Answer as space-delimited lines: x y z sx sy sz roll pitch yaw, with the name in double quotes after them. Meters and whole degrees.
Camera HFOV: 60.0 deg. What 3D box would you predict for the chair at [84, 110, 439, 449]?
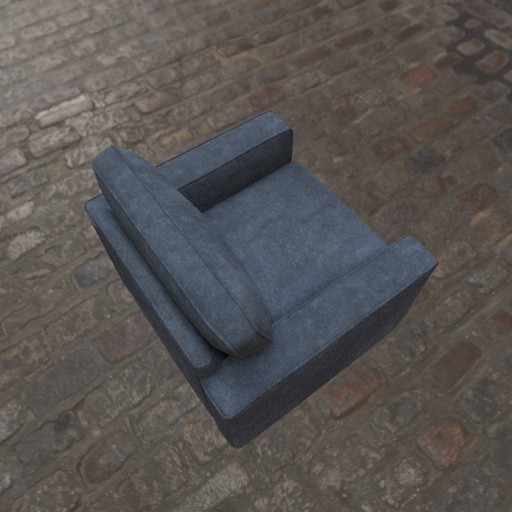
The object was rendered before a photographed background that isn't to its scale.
0.000 0.000 1.773 0.939 0.965 1.015 -32 63 -18 "chair"
